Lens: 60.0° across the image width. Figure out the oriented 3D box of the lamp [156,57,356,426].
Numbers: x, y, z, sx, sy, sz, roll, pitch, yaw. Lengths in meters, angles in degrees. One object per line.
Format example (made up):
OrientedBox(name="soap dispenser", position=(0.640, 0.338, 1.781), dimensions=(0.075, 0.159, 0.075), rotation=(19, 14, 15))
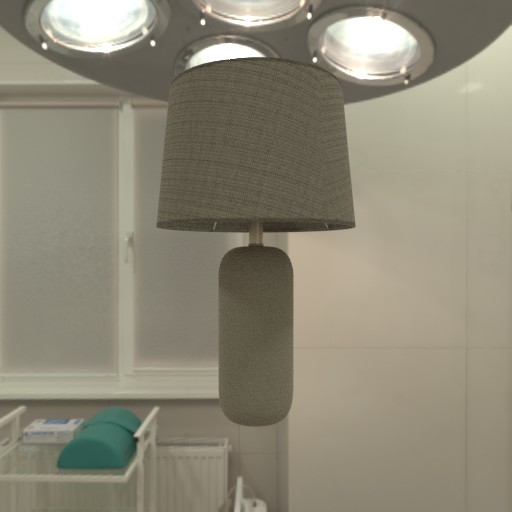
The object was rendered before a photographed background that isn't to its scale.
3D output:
OrientedBox(name="lamp", position=(0.000, 0.000, 0.836), dimensions=(0.367, 0.609, 0.367), rotation=(0, 0, 0))
